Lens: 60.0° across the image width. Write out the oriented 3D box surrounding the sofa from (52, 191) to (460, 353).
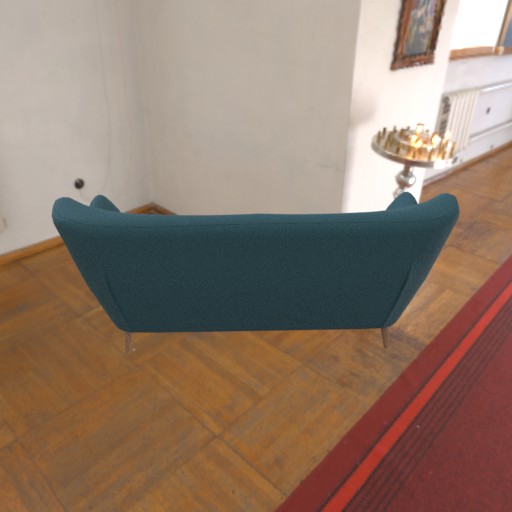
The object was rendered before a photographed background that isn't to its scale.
[{"bbox_3d":[0.000,0.000,2.415,1.930,0.890,0.889,-1,31,-1],"label":"sofa"}]
